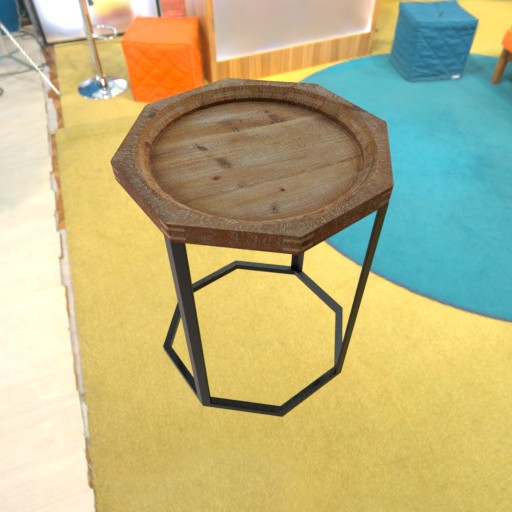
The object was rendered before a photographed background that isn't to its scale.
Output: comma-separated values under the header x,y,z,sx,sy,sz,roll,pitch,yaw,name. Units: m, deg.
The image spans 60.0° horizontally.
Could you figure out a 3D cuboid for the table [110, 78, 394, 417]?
x,y,z,sx,sy,sz,roll,pitch,yaw,name
0.000,0.000,0.911,0.458,0.543,0.458,23,51,20,table
